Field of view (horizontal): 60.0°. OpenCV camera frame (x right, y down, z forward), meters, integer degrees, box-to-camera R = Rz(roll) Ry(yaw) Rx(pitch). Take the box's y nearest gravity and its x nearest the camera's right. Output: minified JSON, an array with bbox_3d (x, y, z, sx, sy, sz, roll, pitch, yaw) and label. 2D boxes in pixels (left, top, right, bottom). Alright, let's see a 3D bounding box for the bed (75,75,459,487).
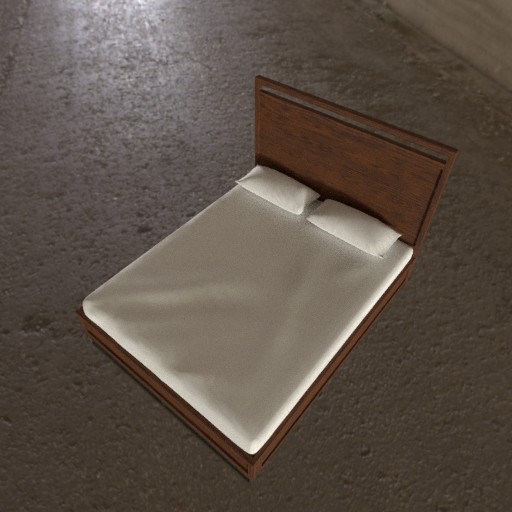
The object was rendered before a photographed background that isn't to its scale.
[{"bbox_3d":[0.000,0.000,3.359,1.765,1.487,2.218,31,54,26],"label":"bed"}]
